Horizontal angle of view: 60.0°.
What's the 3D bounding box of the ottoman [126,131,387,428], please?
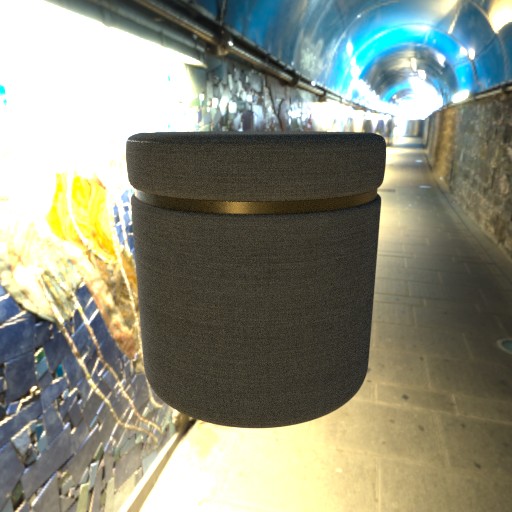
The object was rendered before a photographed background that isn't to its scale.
[{"bbox_3d":[0.000,0.000,0.754,0.400,0.406,0.400,0,16,0],"label":"ottoman"}]
